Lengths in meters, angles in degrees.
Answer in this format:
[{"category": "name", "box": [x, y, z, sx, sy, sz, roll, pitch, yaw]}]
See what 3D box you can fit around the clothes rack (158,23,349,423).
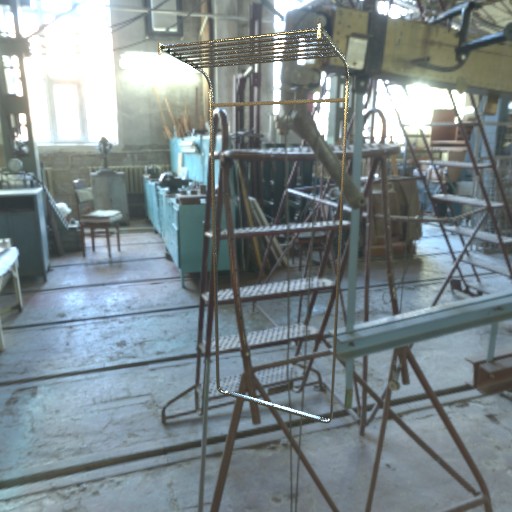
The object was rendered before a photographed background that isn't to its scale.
[{"category": "clothes rack", "box": [0.000, 0.000, 1.790, 0.609, 1.574, 0.349, 7, 16, 26]}]
